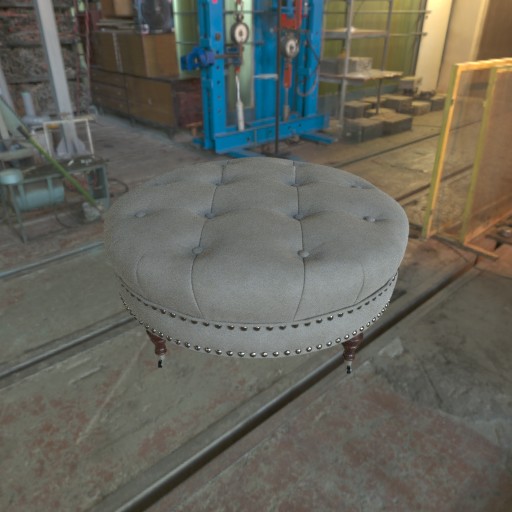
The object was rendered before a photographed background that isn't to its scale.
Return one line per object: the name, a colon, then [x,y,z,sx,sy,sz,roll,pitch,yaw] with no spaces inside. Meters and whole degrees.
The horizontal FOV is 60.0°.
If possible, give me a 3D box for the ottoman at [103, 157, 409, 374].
ottoman: [0.000,0.000,1.395,0.901,0.439,0.901,0,29,0]
